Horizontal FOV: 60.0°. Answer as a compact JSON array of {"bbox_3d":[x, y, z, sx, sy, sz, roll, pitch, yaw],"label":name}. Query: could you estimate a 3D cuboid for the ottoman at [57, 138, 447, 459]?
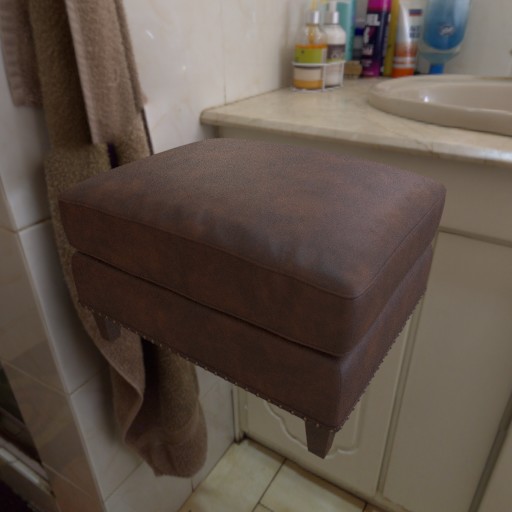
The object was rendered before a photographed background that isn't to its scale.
[{"bbox_3d":[0.000,0.000,1.115,0.742,0.486,0.586,18,34,29],"label":"ottoman"}]
